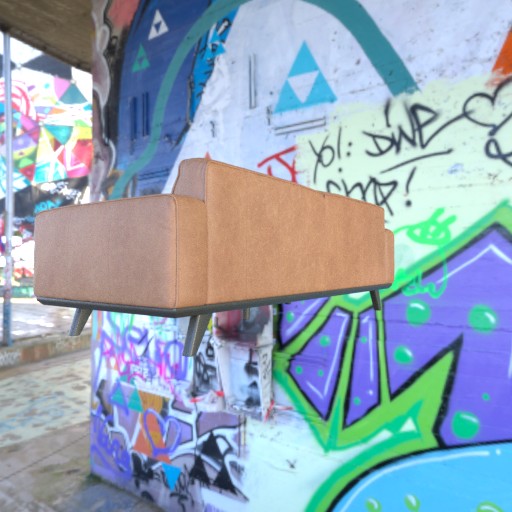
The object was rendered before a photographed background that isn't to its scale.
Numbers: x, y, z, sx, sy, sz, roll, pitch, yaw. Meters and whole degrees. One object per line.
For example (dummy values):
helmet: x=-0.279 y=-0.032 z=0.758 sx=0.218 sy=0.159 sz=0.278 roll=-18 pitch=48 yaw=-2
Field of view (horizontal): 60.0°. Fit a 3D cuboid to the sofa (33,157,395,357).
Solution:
sofa: x=0.000 y=0.000 z=2.690 sx=0.953 sy=0.780 sz=2.270 roll=-1 pitch=-1 yaw=36
